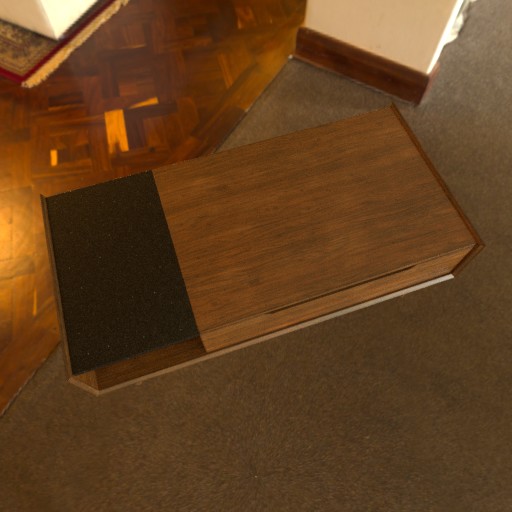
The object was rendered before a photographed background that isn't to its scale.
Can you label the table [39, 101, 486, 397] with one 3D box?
[{"bbox_3d":[0.000,0.000,1.569,1.221,0.508,0.610,-17,65,-8],"label":"table"}]
